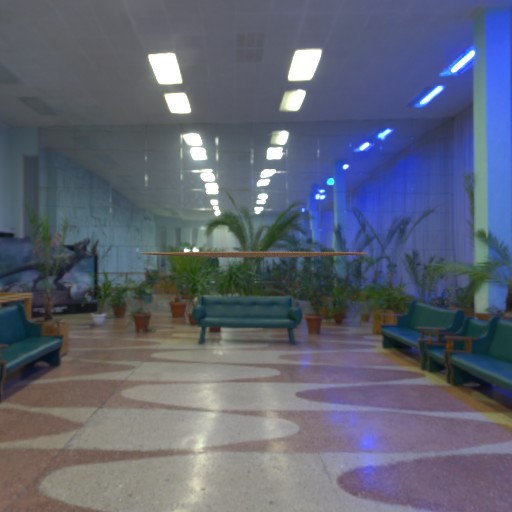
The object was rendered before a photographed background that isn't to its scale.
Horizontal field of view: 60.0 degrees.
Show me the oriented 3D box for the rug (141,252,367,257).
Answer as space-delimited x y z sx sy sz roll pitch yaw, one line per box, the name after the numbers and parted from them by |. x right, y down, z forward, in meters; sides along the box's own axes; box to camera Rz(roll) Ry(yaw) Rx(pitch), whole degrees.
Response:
0.000 0.000 2.769 0.799 0.010 2.444 0 0 0 | rug
